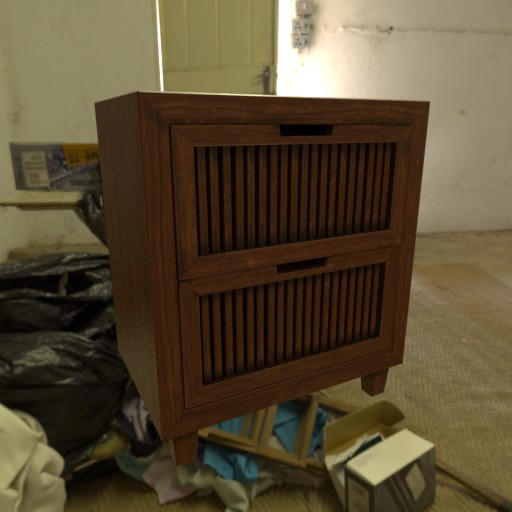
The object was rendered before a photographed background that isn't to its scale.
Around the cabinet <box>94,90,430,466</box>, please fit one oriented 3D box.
[{"bbox_3d":[0.000,0.000,1.055,0.607,0.695,0.410,-8,18,-27],"label":"cabinet"}]
